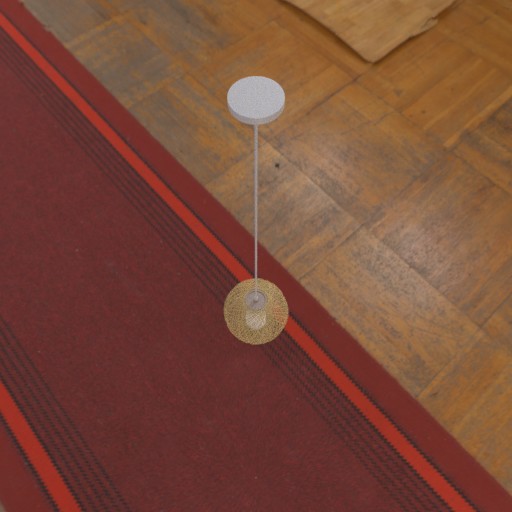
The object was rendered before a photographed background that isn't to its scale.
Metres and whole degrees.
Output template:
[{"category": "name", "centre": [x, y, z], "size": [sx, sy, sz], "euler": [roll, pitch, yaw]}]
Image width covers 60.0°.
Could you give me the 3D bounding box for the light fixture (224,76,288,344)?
[{"category": "light fixture", "centre": [0.000, 0.000, 2.091], "size": [0.406, 1.955, 0.407], "euler": [3, 63, 1]}]
